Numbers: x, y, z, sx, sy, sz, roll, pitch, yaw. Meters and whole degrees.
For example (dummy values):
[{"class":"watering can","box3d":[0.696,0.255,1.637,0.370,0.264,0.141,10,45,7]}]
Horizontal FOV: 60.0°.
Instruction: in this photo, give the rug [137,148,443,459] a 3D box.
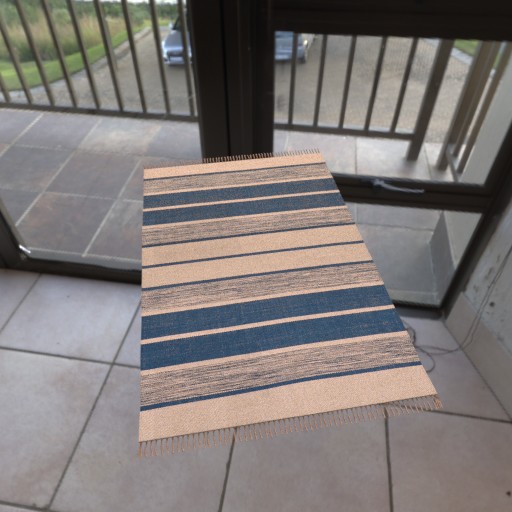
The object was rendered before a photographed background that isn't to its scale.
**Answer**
[{"class":"rug","box3d":[0.000,0.000,2.999,1.532,0.010,2.441,-7,46,-7]}]
